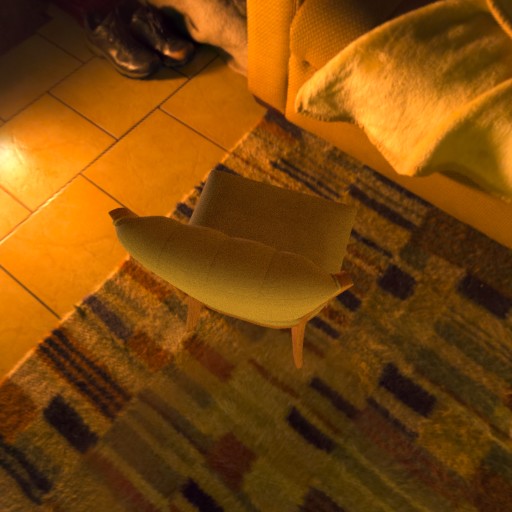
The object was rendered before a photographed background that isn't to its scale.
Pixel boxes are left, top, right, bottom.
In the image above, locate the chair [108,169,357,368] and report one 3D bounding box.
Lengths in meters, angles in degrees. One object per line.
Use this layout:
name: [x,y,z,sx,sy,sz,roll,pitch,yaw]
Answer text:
chair: [0.000,0.000,1.295,0.513,0.905,0.584,16,65,8]
